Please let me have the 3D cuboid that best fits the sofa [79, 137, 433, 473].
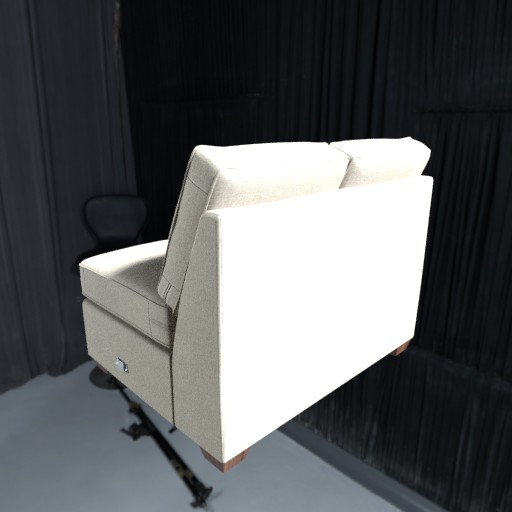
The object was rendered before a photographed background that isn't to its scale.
[{"bbox_3d":[0.000,0.000,1.953,1.232,1.006,0.978,-16,23,-42],"label":"sofa"}]
